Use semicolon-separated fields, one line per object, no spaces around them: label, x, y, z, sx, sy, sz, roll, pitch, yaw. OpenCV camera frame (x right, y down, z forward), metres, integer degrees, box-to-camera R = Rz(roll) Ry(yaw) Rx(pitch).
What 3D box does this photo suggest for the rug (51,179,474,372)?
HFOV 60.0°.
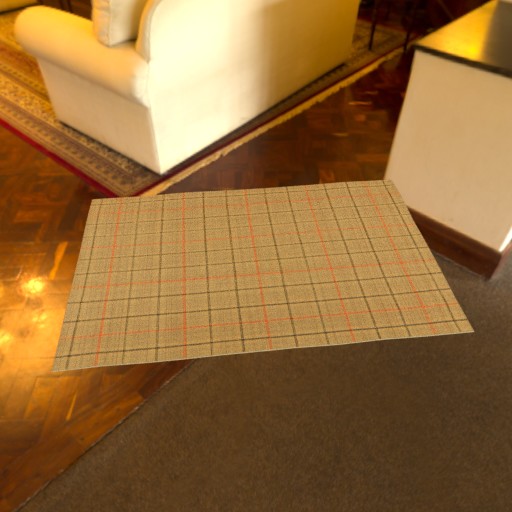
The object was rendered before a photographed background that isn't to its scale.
rug;0.000;0.000;3.066;2.439;0.015;1.524;-4;46;-4
